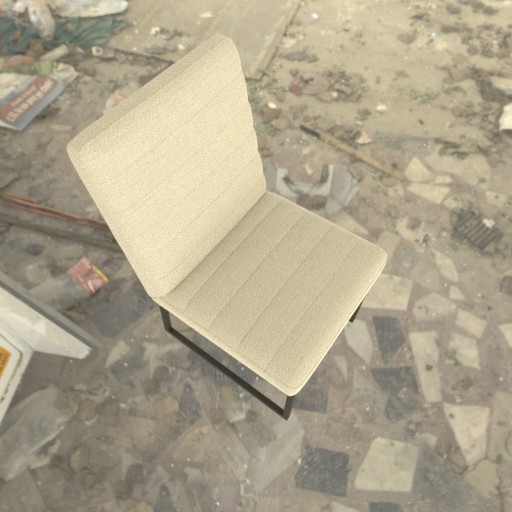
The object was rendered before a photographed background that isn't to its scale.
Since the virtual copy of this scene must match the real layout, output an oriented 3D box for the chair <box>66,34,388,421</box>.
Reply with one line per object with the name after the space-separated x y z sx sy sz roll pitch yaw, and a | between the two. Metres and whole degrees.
0.000 0.000 1.297 0.634 0.930 0.520 32 63 19 | chair
